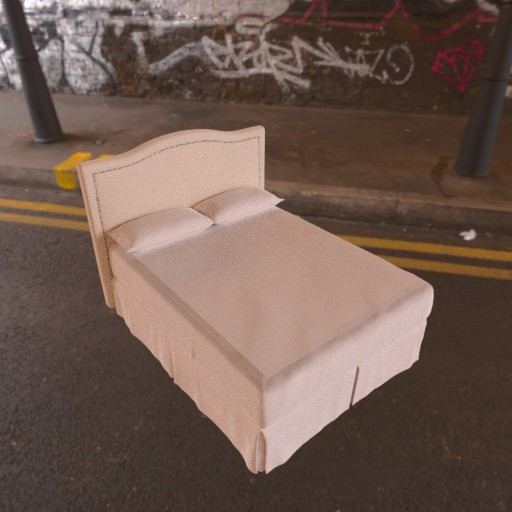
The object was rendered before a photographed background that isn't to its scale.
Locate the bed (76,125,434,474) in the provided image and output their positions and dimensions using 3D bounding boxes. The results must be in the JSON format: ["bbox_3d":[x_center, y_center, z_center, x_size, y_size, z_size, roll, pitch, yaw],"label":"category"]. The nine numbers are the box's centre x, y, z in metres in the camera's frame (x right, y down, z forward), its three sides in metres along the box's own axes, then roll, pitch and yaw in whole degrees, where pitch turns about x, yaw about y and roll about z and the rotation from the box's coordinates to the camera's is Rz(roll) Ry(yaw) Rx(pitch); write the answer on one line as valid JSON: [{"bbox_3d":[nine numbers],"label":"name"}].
[{"bbox_3d":[0.000,0.000,3.365,1.753,1.460,2.143,-22,37,-32],"label":"bed"}]
